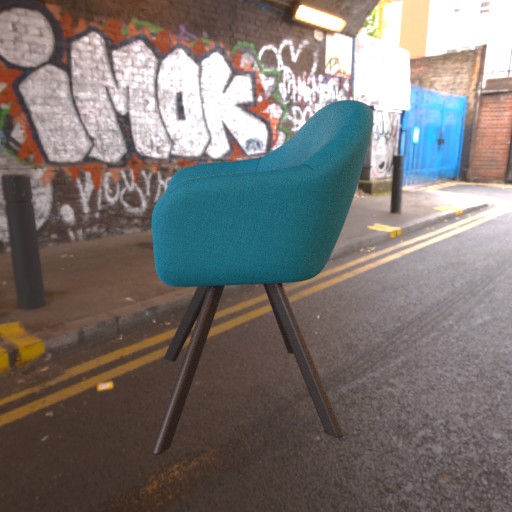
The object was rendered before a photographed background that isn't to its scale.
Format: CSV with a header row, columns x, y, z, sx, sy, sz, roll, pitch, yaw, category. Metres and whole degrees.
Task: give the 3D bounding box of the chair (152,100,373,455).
x,y,z,sx,sy,sz,roll,pitch,yaw,category
0.000,0.000,1.187,0.550,0.795,0.590,-2,14,-8,chair
